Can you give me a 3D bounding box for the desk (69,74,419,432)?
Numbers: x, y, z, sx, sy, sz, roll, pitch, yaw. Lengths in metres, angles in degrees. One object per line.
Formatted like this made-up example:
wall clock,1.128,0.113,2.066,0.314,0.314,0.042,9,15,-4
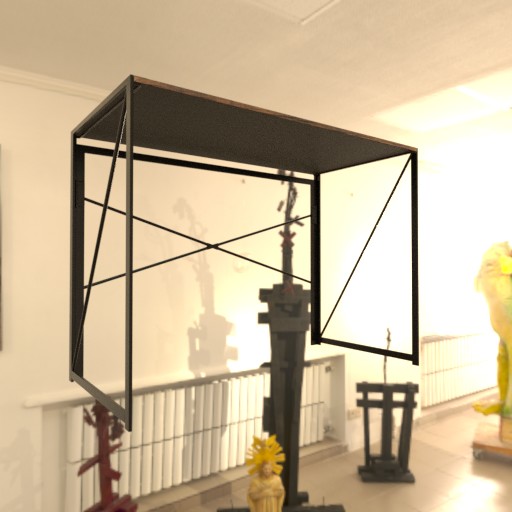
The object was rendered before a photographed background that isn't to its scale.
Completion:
desk,0.000,0.000,1.426,1.015,0.747,0.505,1,-1,-36
